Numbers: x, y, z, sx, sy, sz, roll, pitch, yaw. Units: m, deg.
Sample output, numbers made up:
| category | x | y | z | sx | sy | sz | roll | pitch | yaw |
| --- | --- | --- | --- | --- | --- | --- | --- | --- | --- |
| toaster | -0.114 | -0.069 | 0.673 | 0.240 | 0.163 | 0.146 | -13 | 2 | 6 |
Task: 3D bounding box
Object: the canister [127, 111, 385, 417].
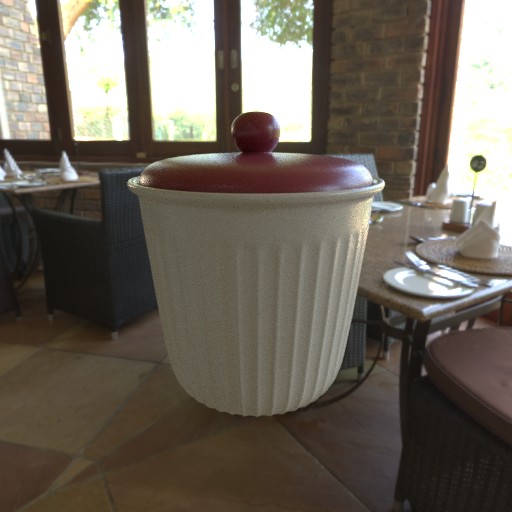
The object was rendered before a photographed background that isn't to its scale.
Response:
| category | x | y | z | sx | sy | sz | roll | pitch | yaw |
| --- | --- | --- | --- | --- | --- | --- | --- | --- | --- |
| canister | 0.000 | 0.000 | 0.339 | 0.181 | 0.211 | 0.181 | 0 | 16 | 0 |
